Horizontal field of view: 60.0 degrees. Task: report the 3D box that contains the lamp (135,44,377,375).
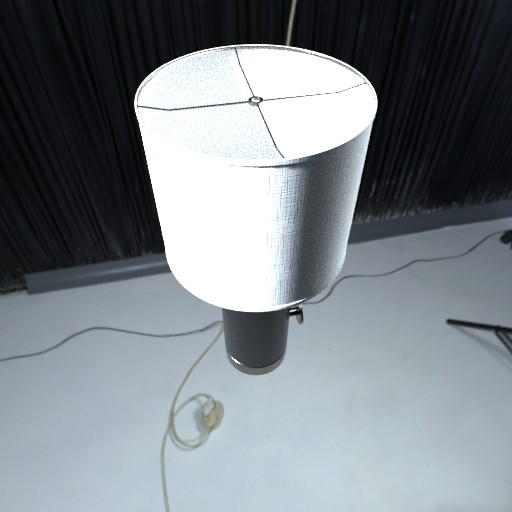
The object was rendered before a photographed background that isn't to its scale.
[{"bbox_3d":[0.000,0.000,0.622,0.240,0.482,0.241,-9,47,-8],"label":"lamp"}]
